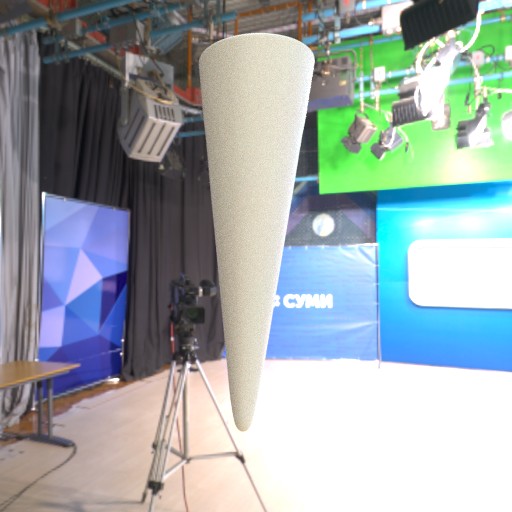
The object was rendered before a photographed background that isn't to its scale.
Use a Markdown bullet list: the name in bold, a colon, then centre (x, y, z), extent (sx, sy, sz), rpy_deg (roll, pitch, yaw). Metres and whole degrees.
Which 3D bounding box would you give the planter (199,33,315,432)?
- **planter**: centre (0.000, 0.000, 0.223), extent (0.057, 0.193, 0.064), rpy_deg (0, -1, -17)
